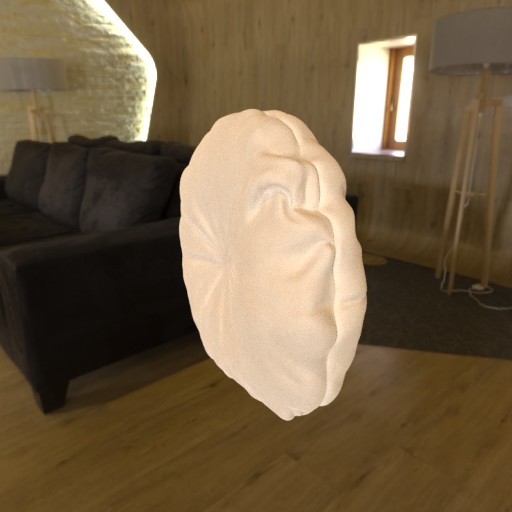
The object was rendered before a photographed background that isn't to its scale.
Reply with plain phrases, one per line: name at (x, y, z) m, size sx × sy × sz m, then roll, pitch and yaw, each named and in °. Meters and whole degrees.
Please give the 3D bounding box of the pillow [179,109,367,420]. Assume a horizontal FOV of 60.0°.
pillow at (0.000, 0.000, 0.647) m, size 0.148 × 0.407 × 0.428 m, roll -8°, pitch 19°, yaw -25°
